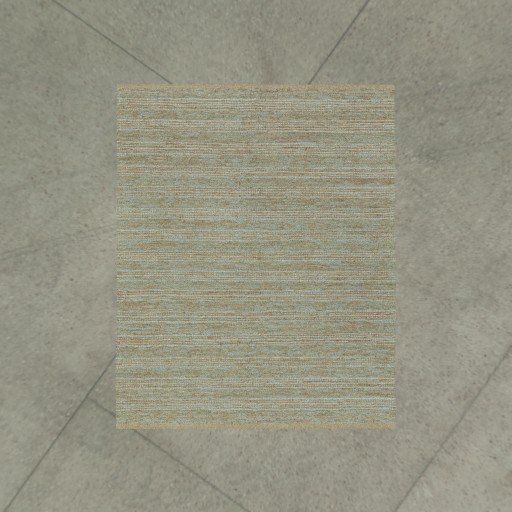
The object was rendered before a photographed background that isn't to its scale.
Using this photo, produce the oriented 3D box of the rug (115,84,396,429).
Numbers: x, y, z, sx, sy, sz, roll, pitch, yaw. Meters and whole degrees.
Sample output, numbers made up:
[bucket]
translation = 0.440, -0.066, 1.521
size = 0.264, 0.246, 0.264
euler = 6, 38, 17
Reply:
[rug]
translation = 0.000, 0.000, 3.910
size = 2.471, 0.012, 3.034
euler = 0, 89, 0
